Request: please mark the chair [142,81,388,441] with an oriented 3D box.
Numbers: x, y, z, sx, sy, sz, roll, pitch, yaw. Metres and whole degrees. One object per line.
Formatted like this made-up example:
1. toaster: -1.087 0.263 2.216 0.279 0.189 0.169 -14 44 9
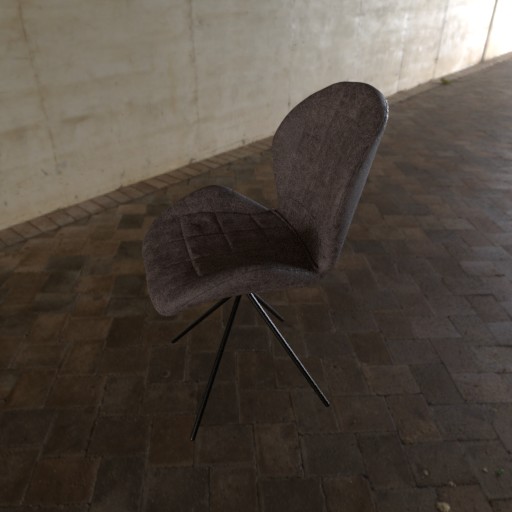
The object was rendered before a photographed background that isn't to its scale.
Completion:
1. chair: 0.000 0.000 1.308 0.640 0.934 0.527 -9 33 -14
